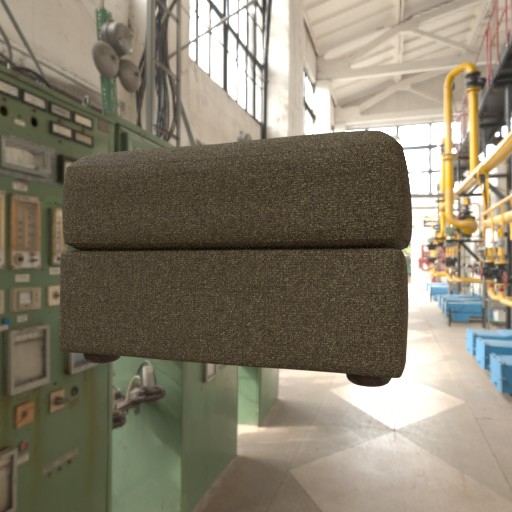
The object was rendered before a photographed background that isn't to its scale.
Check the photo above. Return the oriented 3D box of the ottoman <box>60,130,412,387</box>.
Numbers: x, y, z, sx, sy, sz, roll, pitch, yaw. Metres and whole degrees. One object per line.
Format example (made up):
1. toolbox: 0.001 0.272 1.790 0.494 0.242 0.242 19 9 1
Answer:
1. ottoman: 0.000 0.000 1.117 0.742 0.476 0.598 0 -1 18
